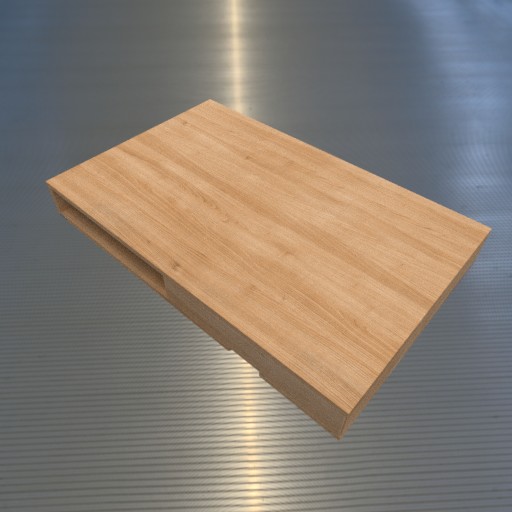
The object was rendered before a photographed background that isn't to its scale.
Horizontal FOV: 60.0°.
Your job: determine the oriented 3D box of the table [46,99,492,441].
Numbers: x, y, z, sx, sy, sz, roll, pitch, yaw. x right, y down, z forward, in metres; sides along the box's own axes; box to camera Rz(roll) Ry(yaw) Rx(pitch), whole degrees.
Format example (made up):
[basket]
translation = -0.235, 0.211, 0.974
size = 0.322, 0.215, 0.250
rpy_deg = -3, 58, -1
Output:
[table]
translation = 0.000, 0.000, 1.439
size = 1.100, 0.440, 0.700
rpy_deg = 33, 55, 27
